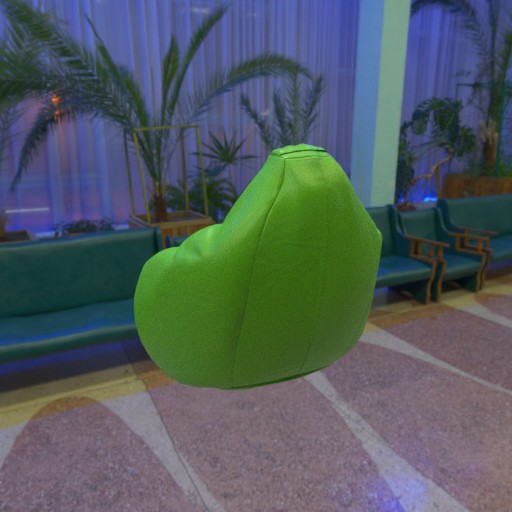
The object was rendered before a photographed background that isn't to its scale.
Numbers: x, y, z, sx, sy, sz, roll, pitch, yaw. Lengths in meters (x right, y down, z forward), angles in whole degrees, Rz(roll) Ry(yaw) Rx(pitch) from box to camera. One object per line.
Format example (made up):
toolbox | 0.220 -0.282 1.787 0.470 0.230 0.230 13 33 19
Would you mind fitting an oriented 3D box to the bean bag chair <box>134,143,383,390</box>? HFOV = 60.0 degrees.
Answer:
bean bag chair | 0.000 0.000 1.988 1.070 0.990 1.070 -7 17 -25
